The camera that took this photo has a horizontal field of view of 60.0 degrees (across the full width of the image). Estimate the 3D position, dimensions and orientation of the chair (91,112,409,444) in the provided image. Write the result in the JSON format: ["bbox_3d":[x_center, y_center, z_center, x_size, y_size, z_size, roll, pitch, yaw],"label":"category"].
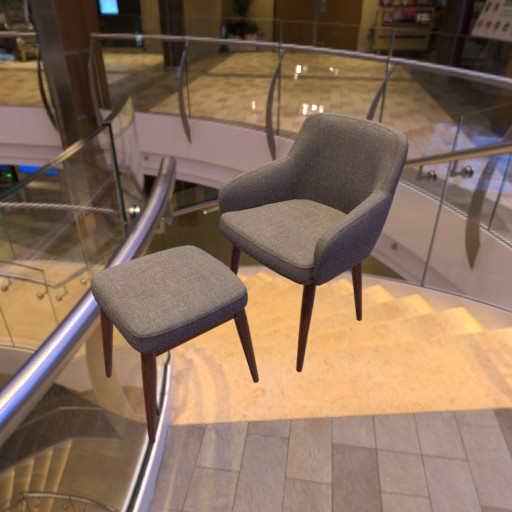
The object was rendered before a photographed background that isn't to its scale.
[{"bbox_3d":[0.000,0.000,1.581,1.107,0.799,0.584,-22,37,-32],"label":"chair"}]
